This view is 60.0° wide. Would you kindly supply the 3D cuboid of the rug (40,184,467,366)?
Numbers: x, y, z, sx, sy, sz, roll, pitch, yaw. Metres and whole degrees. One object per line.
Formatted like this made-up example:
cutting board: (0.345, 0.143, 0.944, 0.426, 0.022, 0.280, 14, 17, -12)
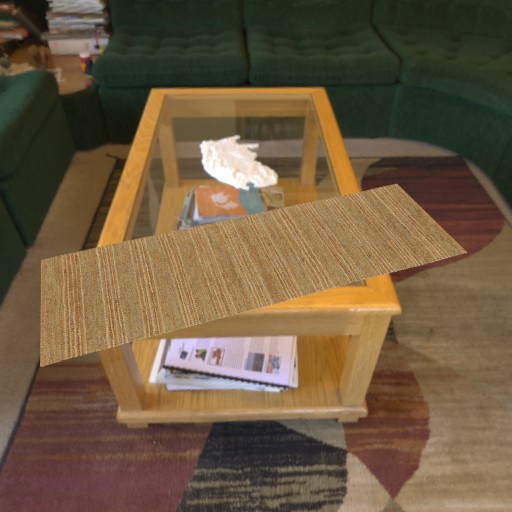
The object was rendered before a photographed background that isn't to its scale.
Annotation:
rug: (0.000, 0.000, 2.665, 2.438, 0.006, 0.783, -13, 45, -14)
